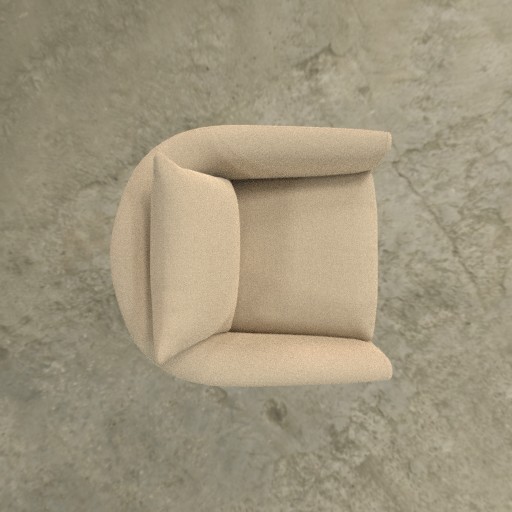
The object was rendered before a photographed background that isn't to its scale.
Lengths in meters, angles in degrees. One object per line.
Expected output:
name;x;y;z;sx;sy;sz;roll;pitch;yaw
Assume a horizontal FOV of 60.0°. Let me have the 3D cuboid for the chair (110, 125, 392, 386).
chair;0.000;0.000;1.614;0.910;0.848;0.845;0;90;1
